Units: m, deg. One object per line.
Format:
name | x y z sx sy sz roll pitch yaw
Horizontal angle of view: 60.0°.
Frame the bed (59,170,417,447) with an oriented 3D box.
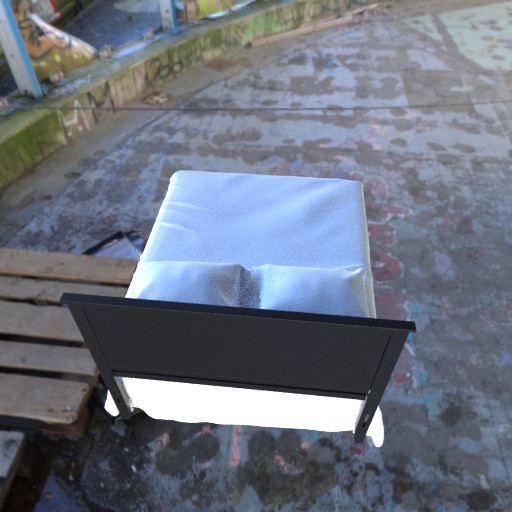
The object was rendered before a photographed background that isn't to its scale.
bed | 0.000 0.000 3.185 1.870 1.270 2.050 4 46 4
